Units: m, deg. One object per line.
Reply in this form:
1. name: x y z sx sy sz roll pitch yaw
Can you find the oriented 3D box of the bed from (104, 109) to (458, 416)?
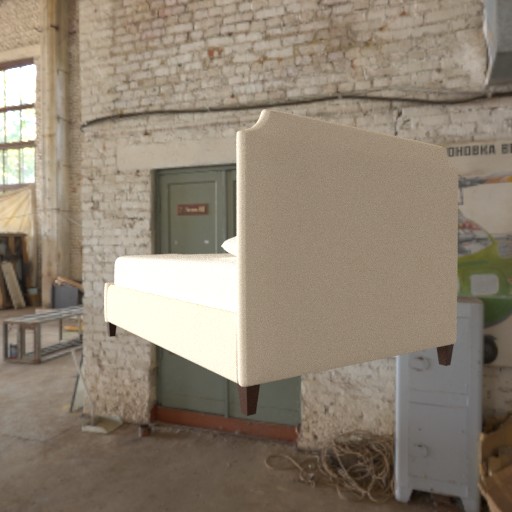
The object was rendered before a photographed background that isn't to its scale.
1. bed: 0.000 0.000 3.434 1.712 1.443 2.365 -1 1 -34
